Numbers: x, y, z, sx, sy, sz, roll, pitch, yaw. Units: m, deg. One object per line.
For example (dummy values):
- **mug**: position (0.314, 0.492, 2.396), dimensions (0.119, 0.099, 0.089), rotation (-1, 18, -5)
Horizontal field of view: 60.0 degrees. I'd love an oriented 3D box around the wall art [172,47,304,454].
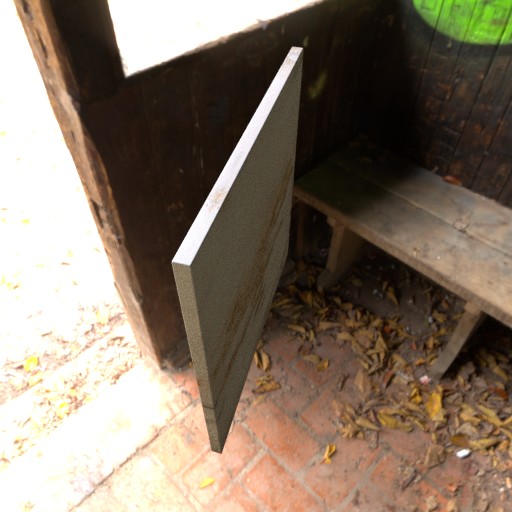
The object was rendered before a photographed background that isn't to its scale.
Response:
- **wall art**: position (0.000, 0.000, 1.539), dimensions (0.040, 1.018, 1.015), rotation (12, 49, 11)
